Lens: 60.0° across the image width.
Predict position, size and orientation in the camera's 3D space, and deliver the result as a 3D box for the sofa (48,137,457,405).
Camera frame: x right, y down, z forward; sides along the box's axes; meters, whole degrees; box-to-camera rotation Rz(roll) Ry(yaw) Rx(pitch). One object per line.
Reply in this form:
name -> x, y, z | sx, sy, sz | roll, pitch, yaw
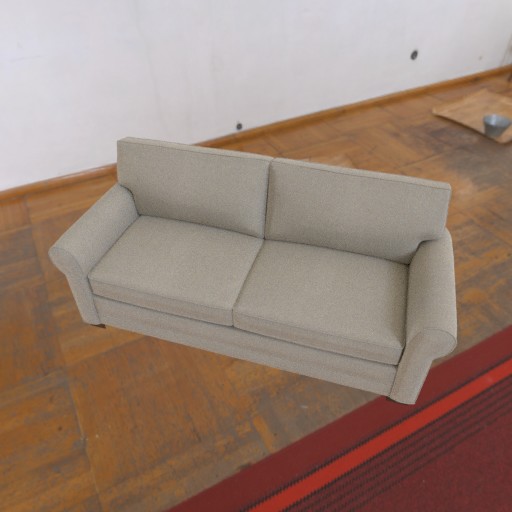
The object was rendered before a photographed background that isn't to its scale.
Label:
sofa -> 0.000, 0.000, 2.593 | 2.146, 0.962, 0.901 | 11, 42, 13
